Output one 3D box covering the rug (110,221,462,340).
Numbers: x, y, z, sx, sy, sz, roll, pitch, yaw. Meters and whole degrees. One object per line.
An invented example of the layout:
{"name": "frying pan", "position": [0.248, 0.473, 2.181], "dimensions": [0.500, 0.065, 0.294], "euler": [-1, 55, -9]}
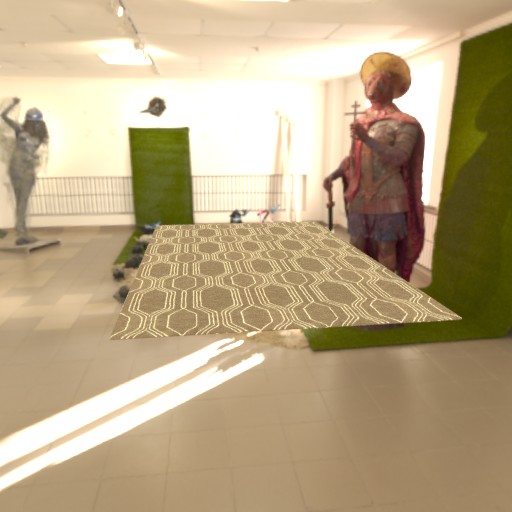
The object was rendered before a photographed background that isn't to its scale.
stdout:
{"name": "rug", "position": [0.000, 0.000, 3.071], "dimensions": [1.541, 0.012, 2.457], "euler": [-2, 15, -8]}
